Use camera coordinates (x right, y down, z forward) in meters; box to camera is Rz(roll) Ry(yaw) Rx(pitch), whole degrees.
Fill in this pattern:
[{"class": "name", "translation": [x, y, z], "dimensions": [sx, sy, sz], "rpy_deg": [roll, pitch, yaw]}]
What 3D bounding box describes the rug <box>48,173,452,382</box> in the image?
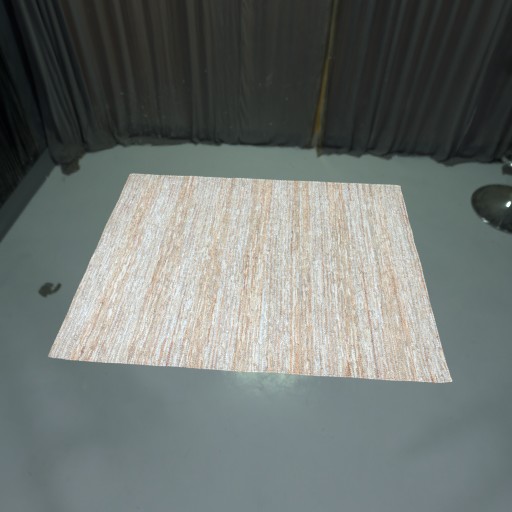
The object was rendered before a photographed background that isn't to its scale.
[{"class": "rug", "translation": [0.000, 0.000, 3.986], "dimensions": [2.939, 0.009, 2.313], "rpy_deg": [3, 46, 3]}]
